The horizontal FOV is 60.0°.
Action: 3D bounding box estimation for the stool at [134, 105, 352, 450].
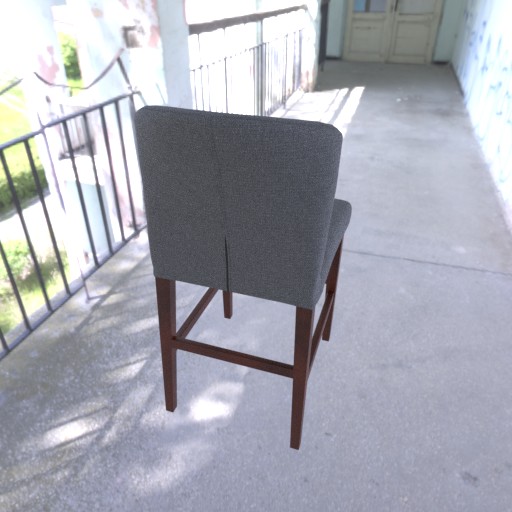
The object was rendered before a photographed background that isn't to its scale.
[{"bbox_3d":[0.000,0.000,1.319,0.479,0.968,0.568,10,34,16],"label":"stool"}]
